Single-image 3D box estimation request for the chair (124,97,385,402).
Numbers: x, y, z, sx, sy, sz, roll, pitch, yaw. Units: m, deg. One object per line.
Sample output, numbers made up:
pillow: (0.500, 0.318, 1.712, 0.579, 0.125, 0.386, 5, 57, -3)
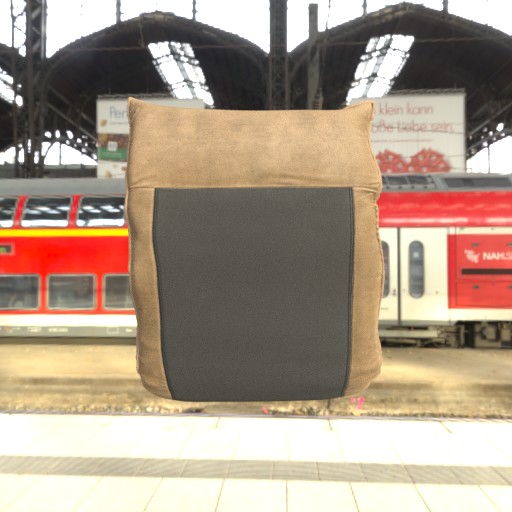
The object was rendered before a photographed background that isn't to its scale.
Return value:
chair: (0.000, 0.000, 1.575, 0.714, 0.892, 0.985, 0, -2, 2)
